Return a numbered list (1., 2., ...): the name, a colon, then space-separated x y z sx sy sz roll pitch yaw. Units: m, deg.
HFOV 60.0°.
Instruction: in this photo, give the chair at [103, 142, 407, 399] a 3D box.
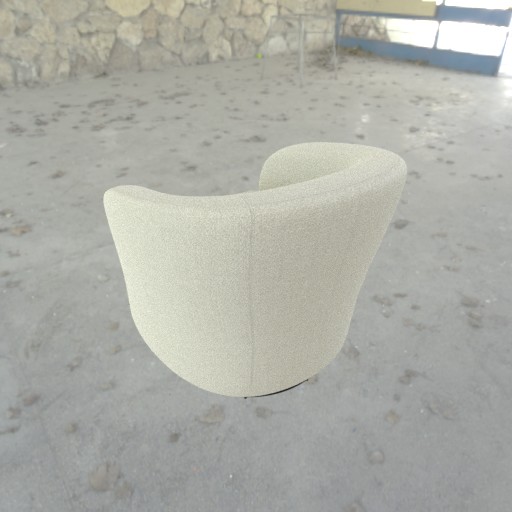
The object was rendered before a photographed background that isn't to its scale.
1. chair: 0.000 0.000 1.463 0.791 0.771 0.815 -20 37 -29
